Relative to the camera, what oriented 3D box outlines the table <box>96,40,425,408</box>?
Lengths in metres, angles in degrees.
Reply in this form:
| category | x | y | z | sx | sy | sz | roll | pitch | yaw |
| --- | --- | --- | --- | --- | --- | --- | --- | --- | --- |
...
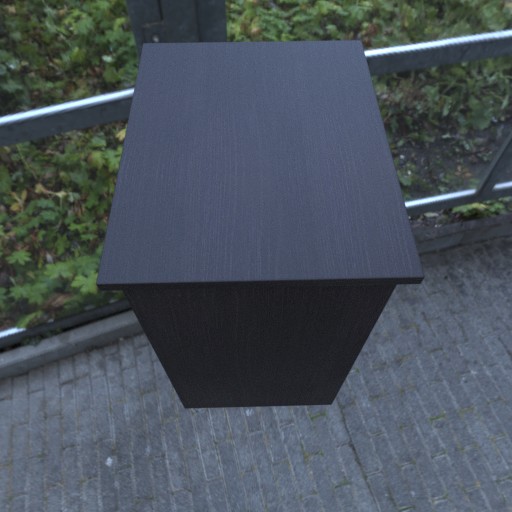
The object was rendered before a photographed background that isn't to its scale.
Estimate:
| category | x | y | z | sx | sy | sz | roll | pitch | yaw |
| --- | --- | --- | --- | --- | --- | --- | --- | --- | --- |
| table | 0.000 | 0.000 | 0.909 | 0.381 | 0.635 | 0.480 | -1 | 57 | -1 |
